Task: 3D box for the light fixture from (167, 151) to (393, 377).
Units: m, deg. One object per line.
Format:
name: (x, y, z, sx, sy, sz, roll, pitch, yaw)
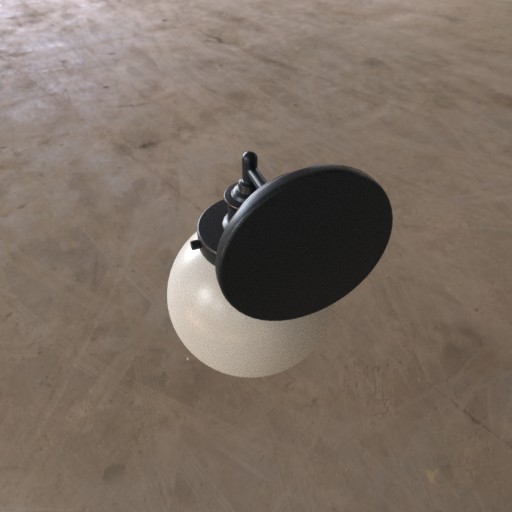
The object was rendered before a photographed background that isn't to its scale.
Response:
light fixture: (0.000, 0.000, 0.468, 0.197, 0.332, 0.230, -14, 44, -15)
